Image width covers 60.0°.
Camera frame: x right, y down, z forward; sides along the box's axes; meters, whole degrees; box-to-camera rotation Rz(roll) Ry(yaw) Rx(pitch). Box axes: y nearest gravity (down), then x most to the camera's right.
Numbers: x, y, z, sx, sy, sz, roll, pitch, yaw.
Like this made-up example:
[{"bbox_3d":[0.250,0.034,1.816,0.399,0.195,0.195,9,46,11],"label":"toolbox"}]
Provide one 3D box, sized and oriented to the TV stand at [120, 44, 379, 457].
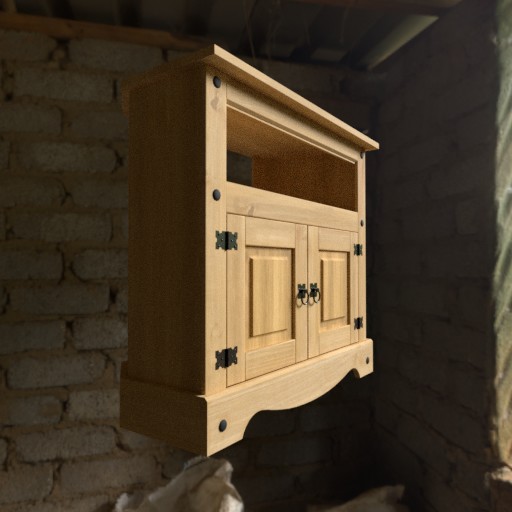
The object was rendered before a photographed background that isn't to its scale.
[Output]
[{"bbox_3d":[0.000,0.000,1.297,0.425,0.781,0.851,-1,-1,36],"label":"TV stand"}]
